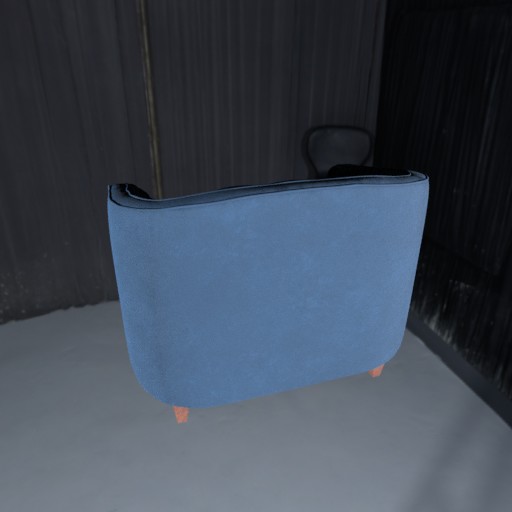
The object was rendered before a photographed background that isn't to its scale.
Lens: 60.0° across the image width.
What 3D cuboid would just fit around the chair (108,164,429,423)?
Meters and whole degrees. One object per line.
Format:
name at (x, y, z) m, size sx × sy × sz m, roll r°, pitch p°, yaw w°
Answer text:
chair at (0.000, 0.000, 1.800) m, size 1.094 × 0.852 × 0.940 m, roll -8°, pitch 28°, yaw -16°
